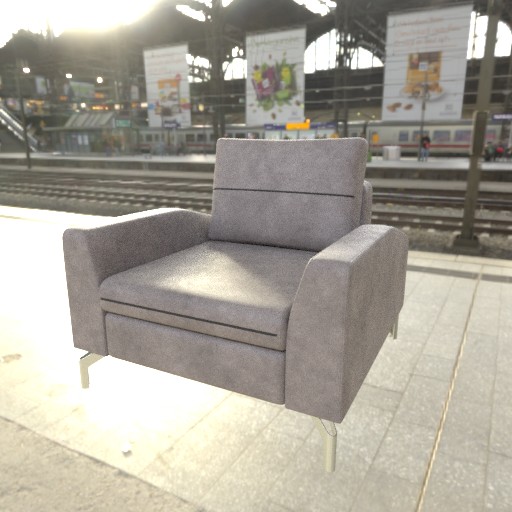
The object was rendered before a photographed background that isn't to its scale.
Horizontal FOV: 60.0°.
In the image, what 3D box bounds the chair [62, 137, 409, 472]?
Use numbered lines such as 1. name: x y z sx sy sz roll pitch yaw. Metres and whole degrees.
1. chair: 0.000 0.000 1.545 0.900 0.800 0.900 7 16 26
